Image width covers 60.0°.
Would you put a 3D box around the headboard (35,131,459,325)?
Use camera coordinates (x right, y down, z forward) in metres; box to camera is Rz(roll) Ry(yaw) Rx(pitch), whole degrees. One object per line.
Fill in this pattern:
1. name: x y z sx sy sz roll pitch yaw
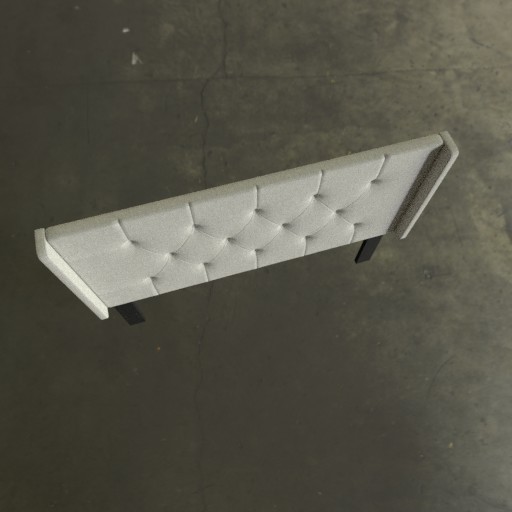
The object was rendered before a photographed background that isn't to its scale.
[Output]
1. headboard: 0.000 0.000 2.782 2.051 1.524 0.184 -15 65 -7
